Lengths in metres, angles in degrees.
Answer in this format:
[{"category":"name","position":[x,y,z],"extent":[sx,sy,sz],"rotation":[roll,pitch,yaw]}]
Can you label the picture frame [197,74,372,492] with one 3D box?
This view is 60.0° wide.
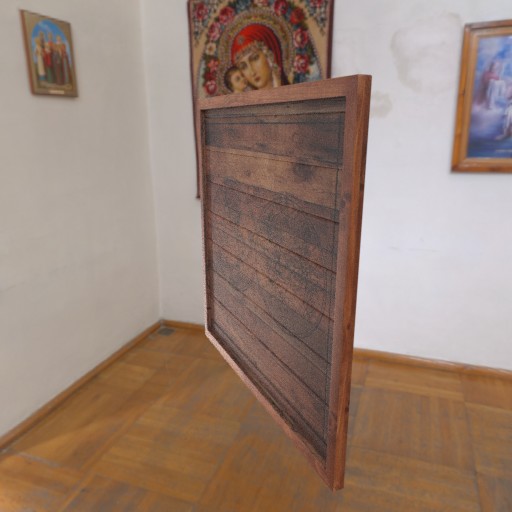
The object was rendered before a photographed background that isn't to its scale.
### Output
[{"category":"picture frame","position":[0.000,0.000,1.170],"extent":[0.029,0.817,0.810],"rotation":[-8,18,-24]}]
